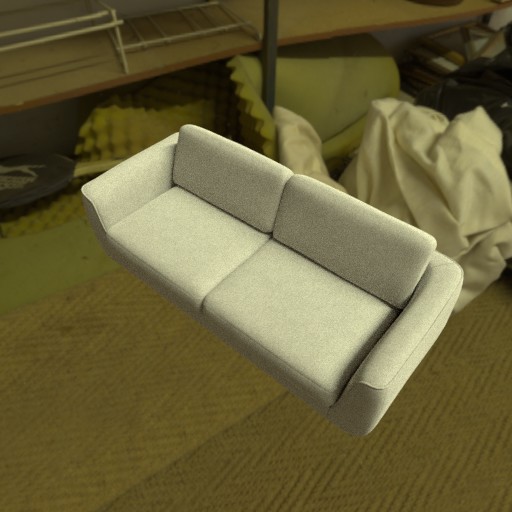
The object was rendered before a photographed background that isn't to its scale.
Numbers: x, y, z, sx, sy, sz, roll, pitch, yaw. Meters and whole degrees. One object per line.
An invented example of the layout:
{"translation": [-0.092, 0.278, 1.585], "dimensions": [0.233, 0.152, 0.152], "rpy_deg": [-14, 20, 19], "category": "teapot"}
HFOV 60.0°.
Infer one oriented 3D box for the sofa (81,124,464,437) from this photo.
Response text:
{"translation": [0.000, 0.000, 2.467], "dimensions": [2.000, 0.850, 0.920], "rpy_deg": [31, 53, 26], "category": "sofa"}
